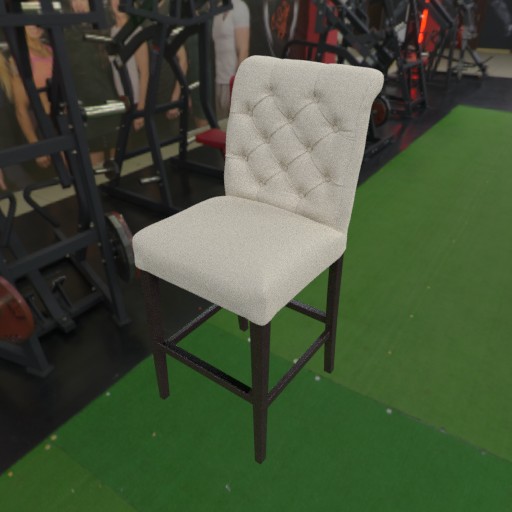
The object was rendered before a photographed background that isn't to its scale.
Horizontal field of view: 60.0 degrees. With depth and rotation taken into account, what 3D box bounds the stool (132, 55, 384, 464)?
[{"bbox_3d":[0.000,0.000,1.441,0.482,1.118,0.610,21,37,30],"label":"stool"}]
